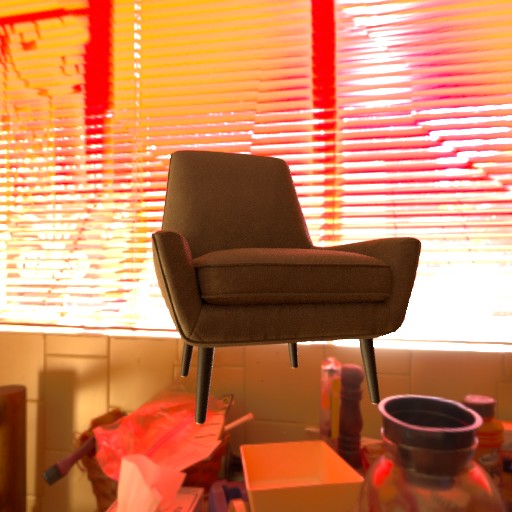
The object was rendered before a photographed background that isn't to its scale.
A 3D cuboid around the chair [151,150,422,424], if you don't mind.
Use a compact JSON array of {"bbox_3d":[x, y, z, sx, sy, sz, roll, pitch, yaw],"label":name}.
[{"bbox_3d":[0.000,0.000,1.556,0.787,0.888,0.824,0,-2,-18],"label":"chair"}]
